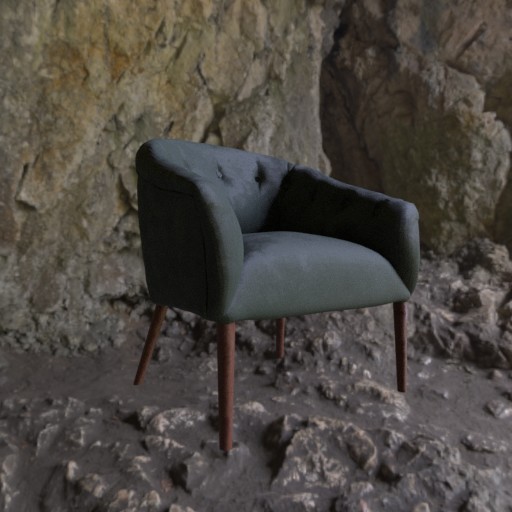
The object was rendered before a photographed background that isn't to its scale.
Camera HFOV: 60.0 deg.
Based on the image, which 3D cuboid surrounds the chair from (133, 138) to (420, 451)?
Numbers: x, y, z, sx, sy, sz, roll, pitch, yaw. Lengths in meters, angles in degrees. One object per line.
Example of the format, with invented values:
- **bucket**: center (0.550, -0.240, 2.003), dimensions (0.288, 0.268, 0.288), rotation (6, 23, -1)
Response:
- **chair**: center (0.000, 0.000, 1.511), dimensions (0.851, 0.885, 0.776), rotation (-1, 1, -37)
